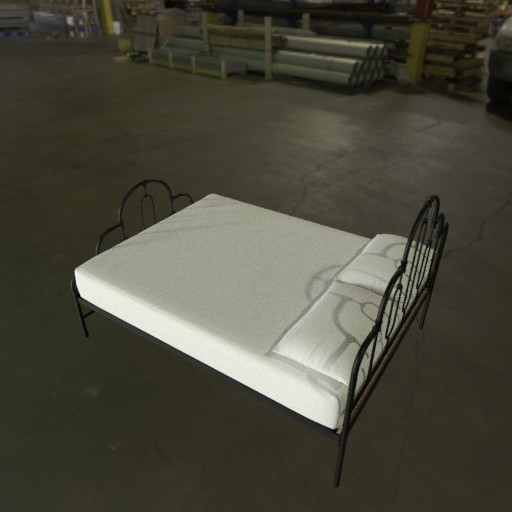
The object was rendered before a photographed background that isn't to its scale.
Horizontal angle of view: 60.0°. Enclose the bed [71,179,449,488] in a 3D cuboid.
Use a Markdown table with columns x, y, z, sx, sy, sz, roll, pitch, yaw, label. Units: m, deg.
| x | y | z | sx | sy | sz | roll | pitch | yaw | label |
| --- | --- | --- | --- | --- | --- | --- | --- | --- | --- |
| 0.000 | 0.000 | 3.154 | 2.181 | 1.444 | 1.626 | 20 | 37 | 28 | bed |
